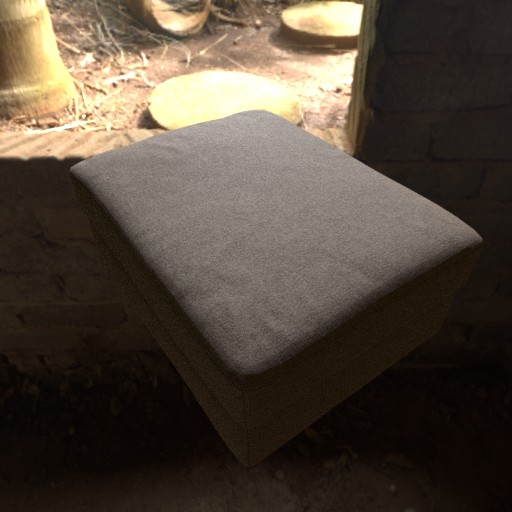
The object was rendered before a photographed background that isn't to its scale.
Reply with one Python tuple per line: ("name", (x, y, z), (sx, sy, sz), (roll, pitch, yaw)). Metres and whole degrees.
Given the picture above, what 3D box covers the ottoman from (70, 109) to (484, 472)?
("ottoman", (0.000, 0.000, 1.245), (0.692, 0.511, 0.889), (-26, 48, -26))
